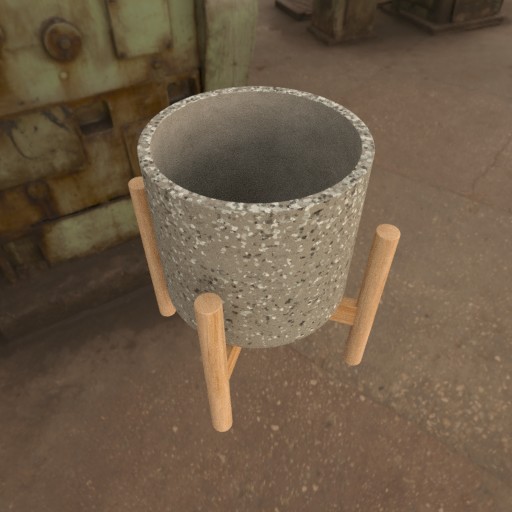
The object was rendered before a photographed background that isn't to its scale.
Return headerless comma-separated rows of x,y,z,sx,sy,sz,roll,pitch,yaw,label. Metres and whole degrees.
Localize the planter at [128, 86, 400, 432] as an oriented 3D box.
0.000,0.000,0.535,0.284,0.320,0.284,31,53,27,planter
